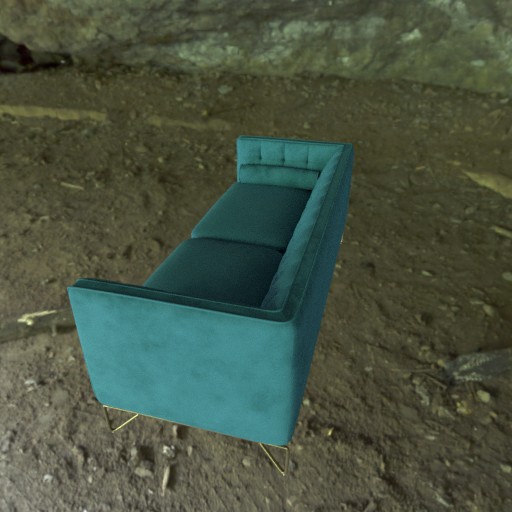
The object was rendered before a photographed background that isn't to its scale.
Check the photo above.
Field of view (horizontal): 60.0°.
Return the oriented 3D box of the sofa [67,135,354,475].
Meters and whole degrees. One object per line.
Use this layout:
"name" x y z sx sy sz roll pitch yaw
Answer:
"sofa" 0.000 0.000 2.524 0.867 0.789 2.087 8 32 14
